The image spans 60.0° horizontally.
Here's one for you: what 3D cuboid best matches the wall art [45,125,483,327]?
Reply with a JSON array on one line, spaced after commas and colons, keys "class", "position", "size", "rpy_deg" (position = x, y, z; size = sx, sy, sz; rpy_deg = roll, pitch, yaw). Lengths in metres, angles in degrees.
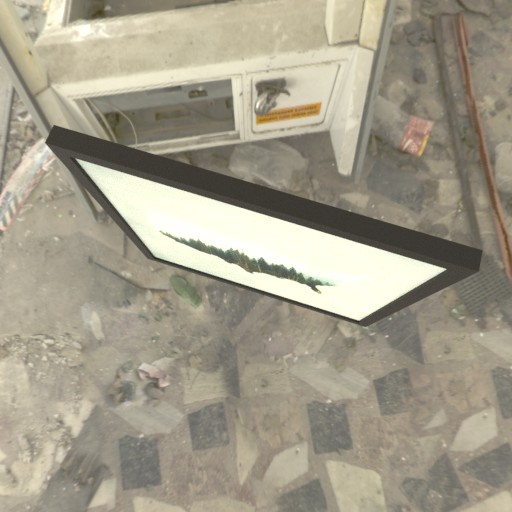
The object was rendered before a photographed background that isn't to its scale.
[{"class": "wall art", "position": [0.000, 0.000, 1.115], "size": [0.763, 0.763, 0.038], "rpy_deg": [17, 75, 5]}]
